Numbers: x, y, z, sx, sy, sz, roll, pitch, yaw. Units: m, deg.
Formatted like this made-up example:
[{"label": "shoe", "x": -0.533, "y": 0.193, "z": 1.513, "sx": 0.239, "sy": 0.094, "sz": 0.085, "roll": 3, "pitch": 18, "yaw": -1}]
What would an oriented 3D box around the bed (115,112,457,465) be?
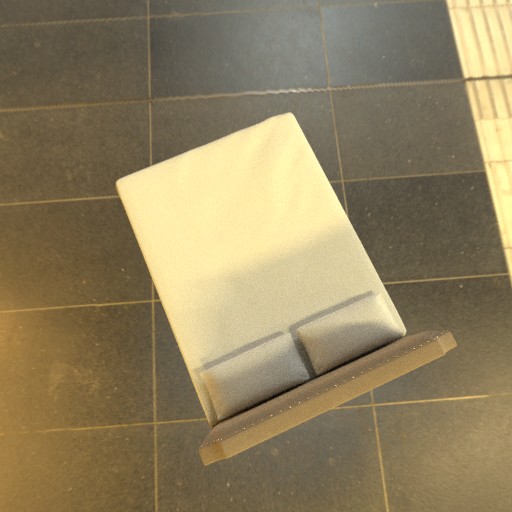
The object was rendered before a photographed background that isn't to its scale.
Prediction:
[{"label": "bed", "x": 0.000, "y": 0.000, "z": 3.469, "sx": 1.703, "sy": 1.415, "sz": 2.329, "roll": -23, "pitch": 76, "yaw": -6}]
